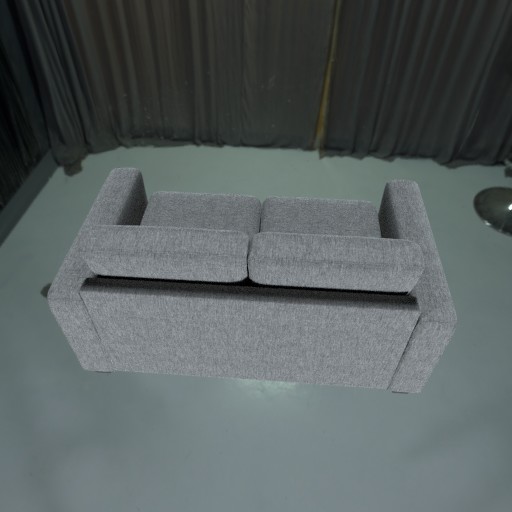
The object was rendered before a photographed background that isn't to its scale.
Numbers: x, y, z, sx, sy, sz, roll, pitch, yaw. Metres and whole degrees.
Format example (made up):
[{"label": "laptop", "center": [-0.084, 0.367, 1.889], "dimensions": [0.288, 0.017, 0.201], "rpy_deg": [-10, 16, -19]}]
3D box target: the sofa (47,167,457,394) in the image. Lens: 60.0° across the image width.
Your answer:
[{"label": "sofa", "center": [0.000, 0.000, 2.013], "dimensions": [1.520, 0.800, 0.900], "rpy_deg": [3, 46, 3]}]
